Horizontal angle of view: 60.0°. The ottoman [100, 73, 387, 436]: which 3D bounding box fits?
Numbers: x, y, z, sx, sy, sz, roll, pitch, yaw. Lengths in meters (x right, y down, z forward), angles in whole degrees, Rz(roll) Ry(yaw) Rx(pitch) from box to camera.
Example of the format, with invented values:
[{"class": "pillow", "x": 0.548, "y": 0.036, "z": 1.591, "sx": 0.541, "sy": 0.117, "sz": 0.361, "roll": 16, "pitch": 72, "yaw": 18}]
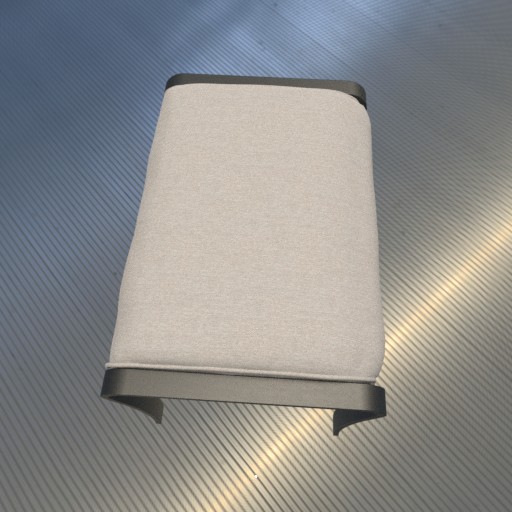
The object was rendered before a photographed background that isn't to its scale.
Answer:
[{"class": "ottoman", "x": 0.000, "y": 0.000, "z": 0.881, "sx": 0.406, "sy": 0.422, "sz": 0.610, "roll": 3, "pitch": 64, "yaw": 2}]
